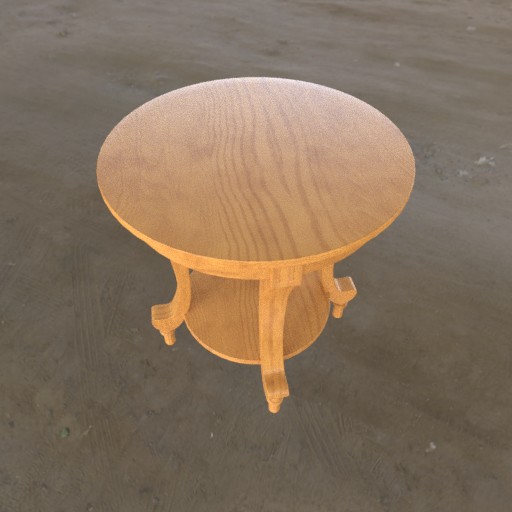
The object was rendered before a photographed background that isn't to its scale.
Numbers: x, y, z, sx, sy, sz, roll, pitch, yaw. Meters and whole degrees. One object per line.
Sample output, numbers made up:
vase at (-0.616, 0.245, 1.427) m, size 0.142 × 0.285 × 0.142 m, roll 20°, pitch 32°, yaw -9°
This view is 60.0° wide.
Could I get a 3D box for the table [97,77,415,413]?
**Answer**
table at (0.000, 0.000, 1.075) m, size 0.597 × 0.612 × 0.597 m, roll 0°, pitch 47°, yaw 0°
